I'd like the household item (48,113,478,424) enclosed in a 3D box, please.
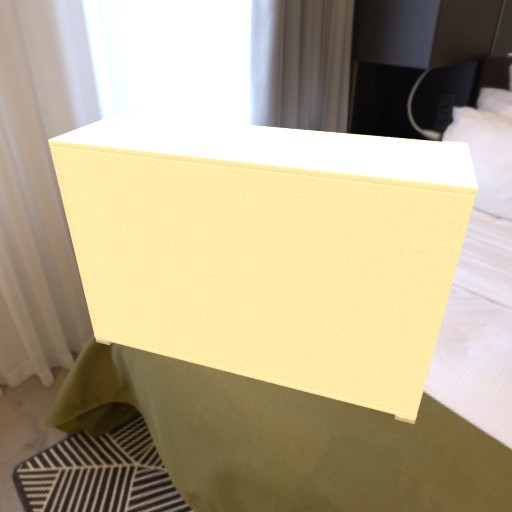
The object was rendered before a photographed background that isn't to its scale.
[{"bbox_3d":[0.000,0.000,1.664,1.300,0.867,0.420,10,32,16],"label":"household item"}]
